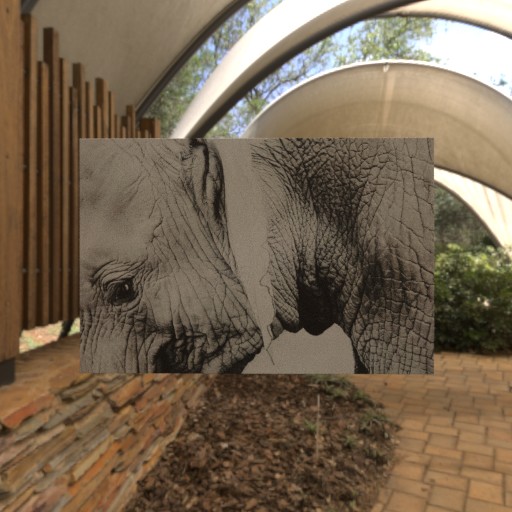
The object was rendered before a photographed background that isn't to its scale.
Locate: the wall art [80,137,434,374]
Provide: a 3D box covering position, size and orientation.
[{"bbox_3d":[0.000,0.000,1.153,0.914,0.607,0.023,0,0,1],"label":"wall art"}]
